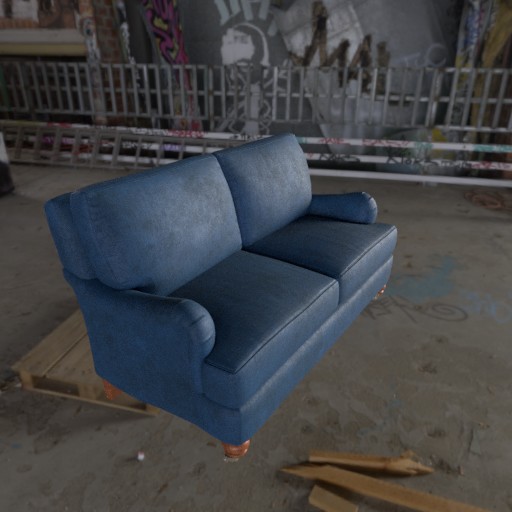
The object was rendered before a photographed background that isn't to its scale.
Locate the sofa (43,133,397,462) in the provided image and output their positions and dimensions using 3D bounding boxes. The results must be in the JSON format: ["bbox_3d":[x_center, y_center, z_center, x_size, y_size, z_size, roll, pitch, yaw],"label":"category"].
[{"bbox_3d":[0.000,0.000,2.507,1.084,1.101,1.853,16,29,31],"label":"sofa"}]
